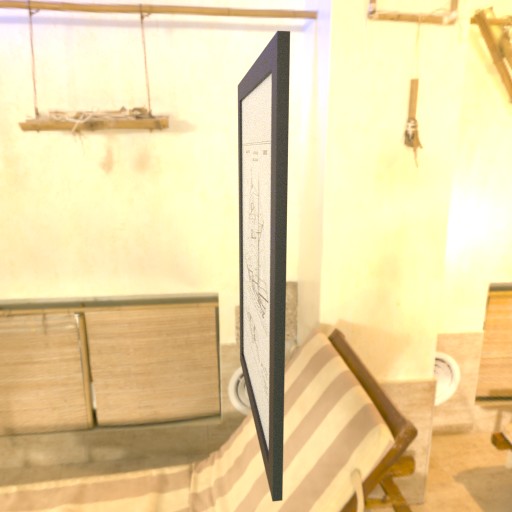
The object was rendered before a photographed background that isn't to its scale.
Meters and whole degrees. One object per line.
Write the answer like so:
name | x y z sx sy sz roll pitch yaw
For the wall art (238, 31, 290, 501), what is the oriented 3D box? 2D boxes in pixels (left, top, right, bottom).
wall art | 0.000 0.000 0.669 0.013 0.534 0.381 -2 14 -8
